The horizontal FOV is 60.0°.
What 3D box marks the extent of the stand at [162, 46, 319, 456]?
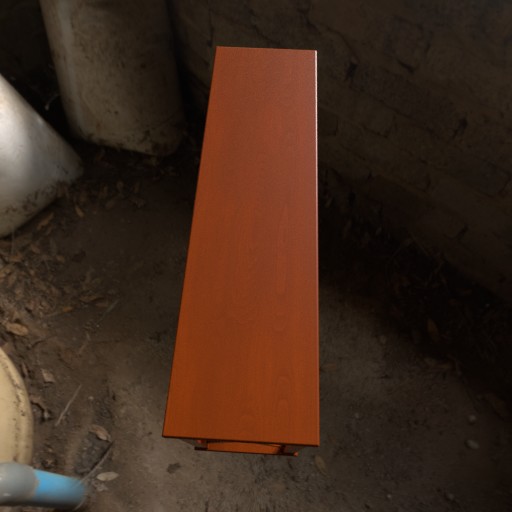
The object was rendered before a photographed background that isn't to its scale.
[{"bbox_3d":[0.000,0.000,1.708,0.381,0.762,1.372,3,64,1],"label":"stand"}]
